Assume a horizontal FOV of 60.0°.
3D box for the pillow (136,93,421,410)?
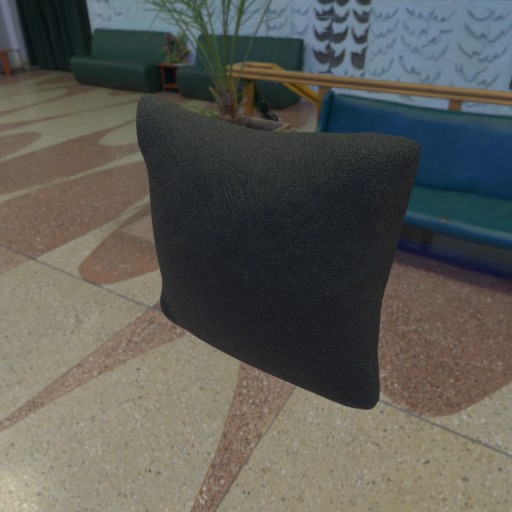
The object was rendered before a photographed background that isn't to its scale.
[{"bbox_3d":[0.000,0.000,0.819,0.533,0.523,0.210,18,35,28],"label":"pillow"}]
